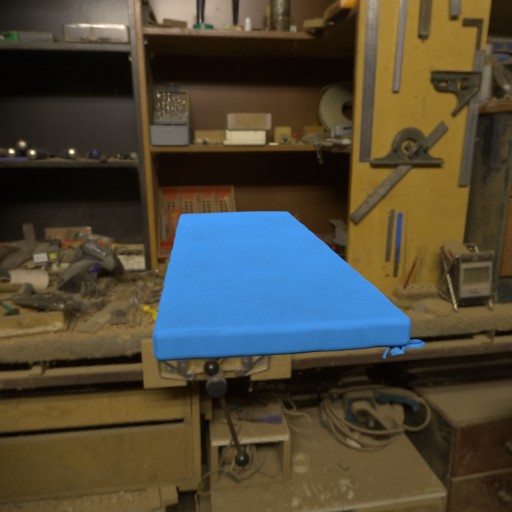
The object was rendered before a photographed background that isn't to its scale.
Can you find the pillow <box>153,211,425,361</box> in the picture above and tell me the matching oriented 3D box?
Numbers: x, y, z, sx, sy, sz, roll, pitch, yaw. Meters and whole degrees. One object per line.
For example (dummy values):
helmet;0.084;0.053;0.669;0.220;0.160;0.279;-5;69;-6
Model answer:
pillow;0.000;0.000;1.309;0.492;0.081;1.187;-2;15;-7
